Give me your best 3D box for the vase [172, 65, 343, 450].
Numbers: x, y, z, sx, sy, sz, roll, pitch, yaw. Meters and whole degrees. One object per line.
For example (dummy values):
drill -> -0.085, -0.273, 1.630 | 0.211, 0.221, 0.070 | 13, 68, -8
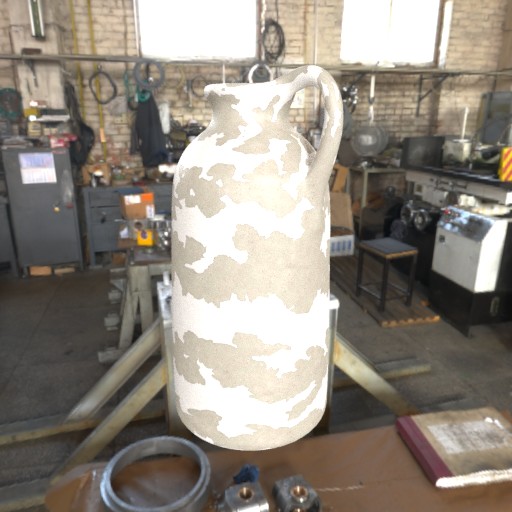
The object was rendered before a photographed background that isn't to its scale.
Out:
vase -> 0.000, 0.000, 0.491 | 0.203, 0.382, 0.186 | 16, 23, 41
